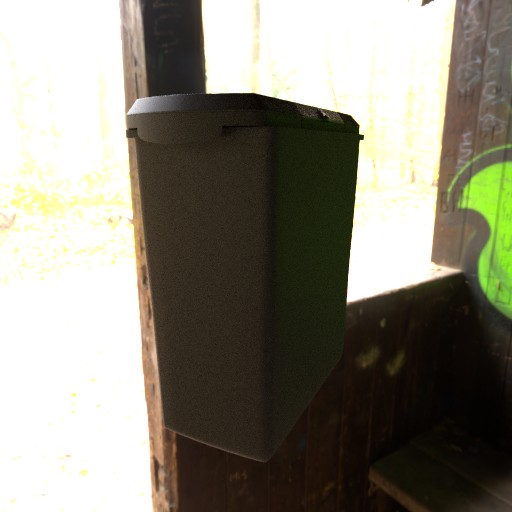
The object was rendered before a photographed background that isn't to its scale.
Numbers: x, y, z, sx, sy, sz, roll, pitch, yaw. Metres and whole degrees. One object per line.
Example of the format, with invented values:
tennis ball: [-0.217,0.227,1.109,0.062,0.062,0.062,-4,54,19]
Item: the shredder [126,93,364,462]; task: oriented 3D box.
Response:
shredder: [0.000,0.000,0.515,0.170,0.335,0.320,7,16,26]
